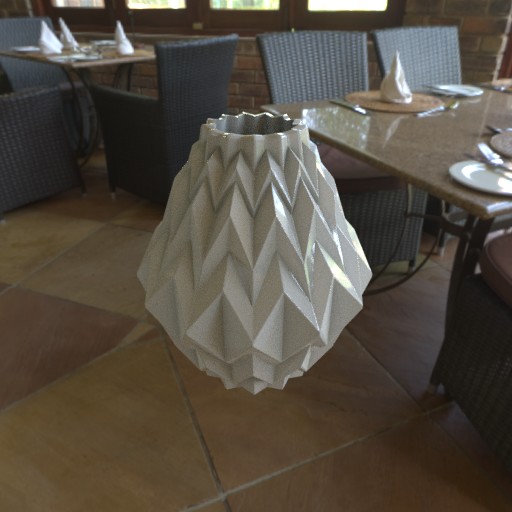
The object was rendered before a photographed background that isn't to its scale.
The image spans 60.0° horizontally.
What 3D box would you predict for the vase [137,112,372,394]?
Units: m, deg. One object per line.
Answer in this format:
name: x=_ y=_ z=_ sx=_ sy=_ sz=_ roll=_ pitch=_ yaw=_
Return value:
vase: x=0.000 y=0.000 z=0.313 sx=0.164 sy=0.185 sz=0.164 roll=0 pitch=30 yaw=0
